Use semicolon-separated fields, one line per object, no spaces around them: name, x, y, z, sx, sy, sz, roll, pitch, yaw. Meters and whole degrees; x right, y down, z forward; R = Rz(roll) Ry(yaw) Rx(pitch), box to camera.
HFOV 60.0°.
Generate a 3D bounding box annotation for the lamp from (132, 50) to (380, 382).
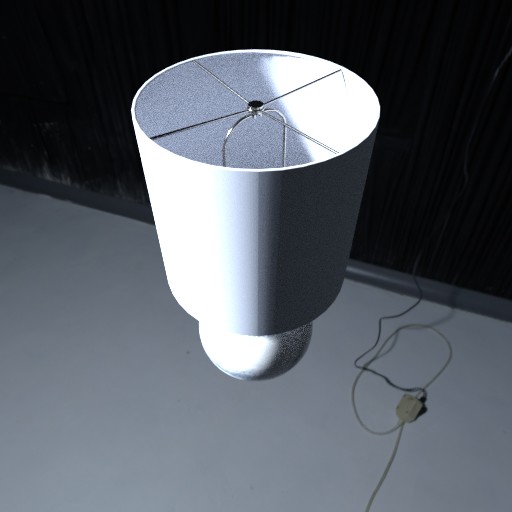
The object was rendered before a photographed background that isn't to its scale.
lamp;0.000;0.000;0.539;0.216;0.404;0.216;17;49;16
